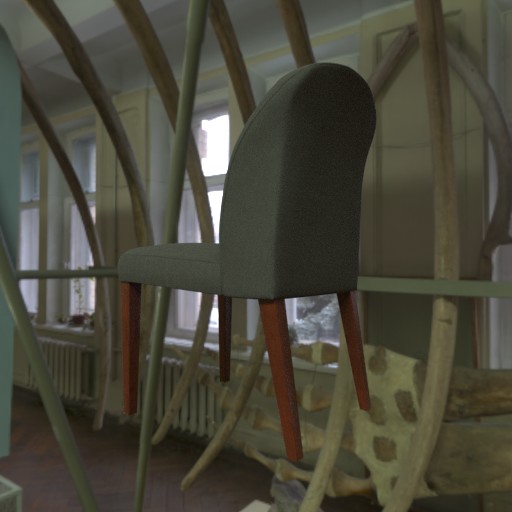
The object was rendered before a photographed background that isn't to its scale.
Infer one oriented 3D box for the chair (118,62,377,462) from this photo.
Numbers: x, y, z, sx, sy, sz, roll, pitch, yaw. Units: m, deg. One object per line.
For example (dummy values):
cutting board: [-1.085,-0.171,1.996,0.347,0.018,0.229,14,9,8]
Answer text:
chair: [0.000,0.000,1.244,0.619,0.879,0.506,-1,-2,35]
